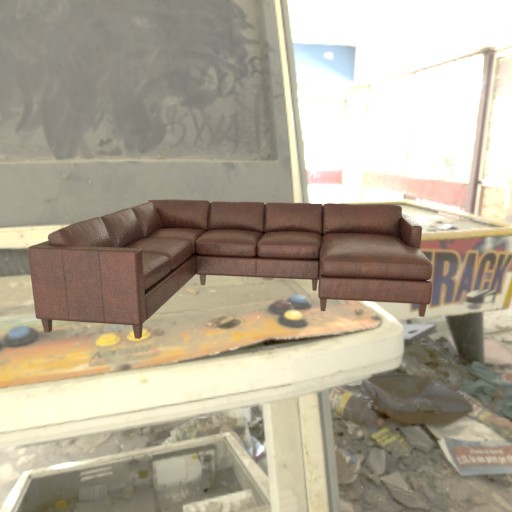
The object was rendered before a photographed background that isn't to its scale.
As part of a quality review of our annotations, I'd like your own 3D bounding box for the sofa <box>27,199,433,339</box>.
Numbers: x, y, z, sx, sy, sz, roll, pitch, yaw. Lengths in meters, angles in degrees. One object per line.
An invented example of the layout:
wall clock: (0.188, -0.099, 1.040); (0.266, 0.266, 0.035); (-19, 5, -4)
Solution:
sofa: (0.000, 0.000, 4.521); (3.324, 0.891, 2.452); (2, 14, 9)
